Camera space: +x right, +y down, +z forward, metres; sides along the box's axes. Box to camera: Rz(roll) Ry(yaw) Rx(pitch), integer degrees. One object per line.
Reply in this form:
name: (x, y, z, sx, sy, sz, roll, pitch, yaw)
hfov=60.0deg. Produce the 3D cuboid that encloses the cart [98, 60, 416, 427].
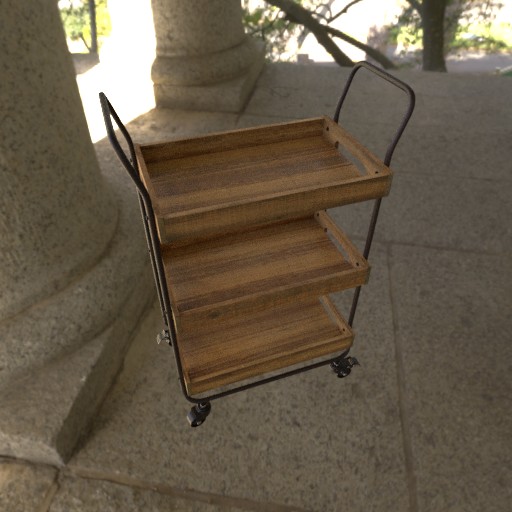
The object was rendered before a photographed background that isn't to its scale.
cart: (0.000, 0.000, 1.136, 0.583, 0.857, 0.339, -13, 42, -15)
